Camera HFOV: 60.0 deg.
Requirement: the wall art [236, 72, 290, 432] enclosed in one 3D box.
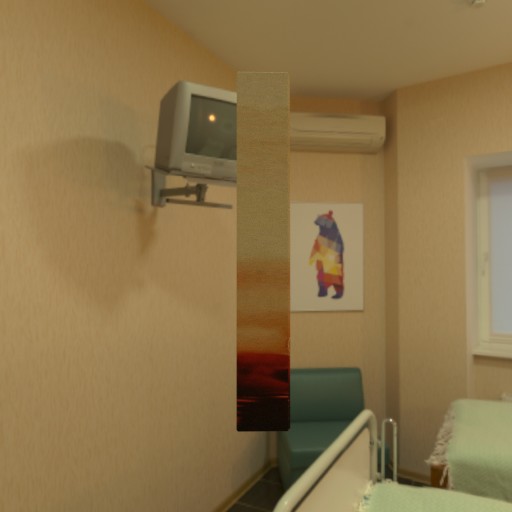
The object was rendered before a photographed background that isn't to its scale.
[{"bbox_3d":[0.000,0.000,0.500,0.037,0.251,0.383,0,-1,-2],"label":"wall art"}]
